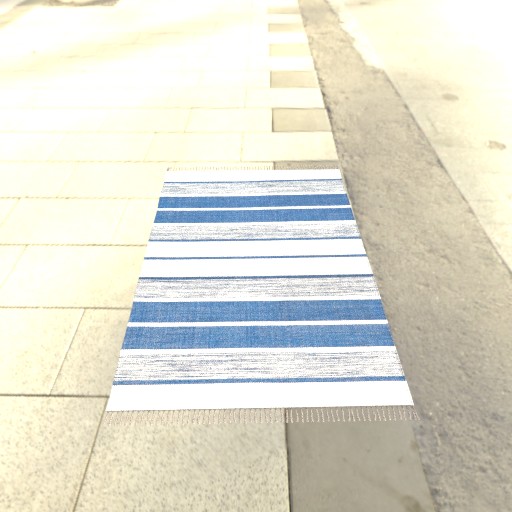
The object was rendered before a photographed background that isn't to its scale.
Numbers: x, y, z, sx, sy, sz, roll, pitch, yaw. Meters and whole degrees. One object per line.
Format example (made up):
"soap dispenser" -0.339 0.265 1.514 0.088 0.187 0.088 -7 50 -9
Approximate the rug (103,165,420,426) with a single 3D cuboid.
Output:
"rug" 0.000 0.000 3.047 1.532 0.010 2.441 -1 41 -1
